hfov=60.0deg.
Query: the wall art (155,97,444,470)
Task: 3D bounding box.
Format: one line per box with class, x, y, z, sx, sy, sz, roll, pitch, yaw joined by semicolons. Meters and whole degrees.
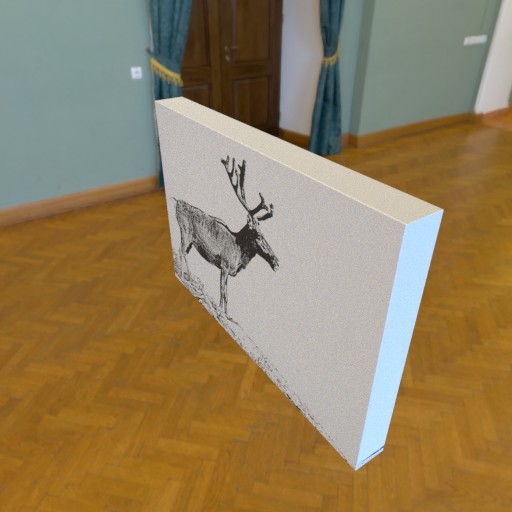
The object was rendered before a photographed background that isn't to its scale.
wall art;0.000;0.000;0.483;0.038;0.259;0.381;-20;38;-28
